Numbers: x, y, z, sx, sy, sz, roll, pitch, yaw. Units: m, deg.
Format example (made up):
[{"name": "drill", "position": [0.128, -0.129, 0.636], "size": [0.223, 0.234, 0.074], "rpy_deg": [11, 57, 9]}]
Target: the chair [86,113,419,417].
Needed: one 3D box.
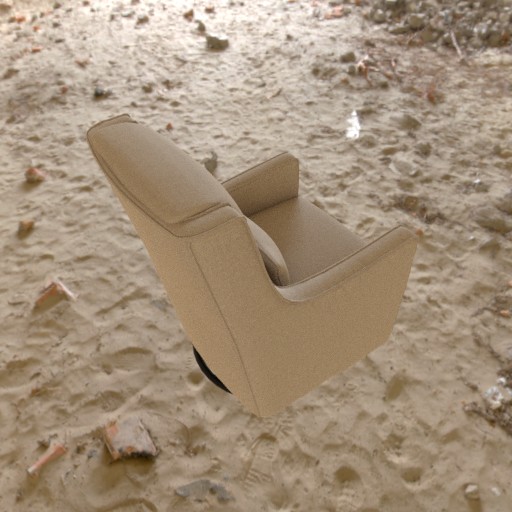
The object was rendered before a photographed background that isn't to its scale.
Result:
[{"name": "chair", "position": [0.000, 0.000, 1.596], "size": [0.879, 0.993, 0.732], "rpy_deg": [-24, 46, -25]}]
